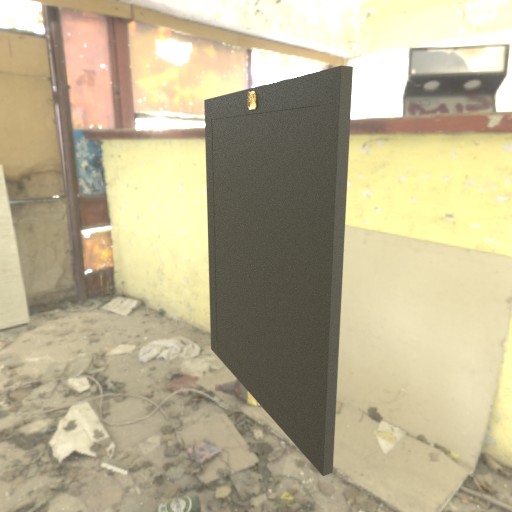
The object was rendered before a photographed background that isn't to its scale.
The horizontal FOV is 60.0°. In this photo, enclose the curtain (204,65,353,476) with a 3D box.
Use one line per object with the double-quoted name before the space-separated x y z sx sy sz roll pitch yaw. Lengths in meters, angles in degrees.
"curtain" 0.000 0.000 0.818 0.027 0.585 0.483 -7 16 -25
